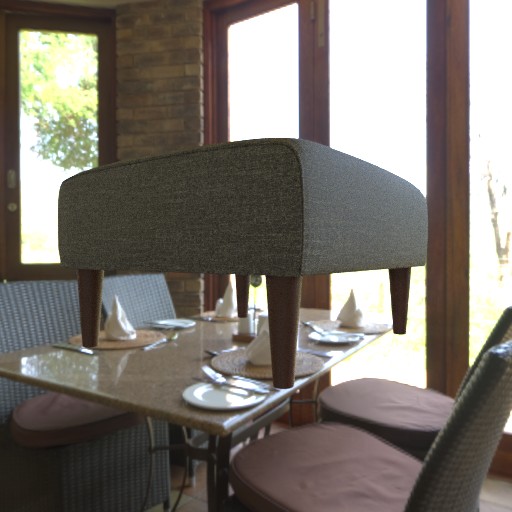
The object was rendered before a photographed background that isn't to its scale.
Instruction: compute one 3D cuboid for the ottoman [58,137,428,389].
[{"bbox_3d":[0.000,0.000,1.055,0.648,0.399,0.655,0,0,36],"label":"ottoman"}]
